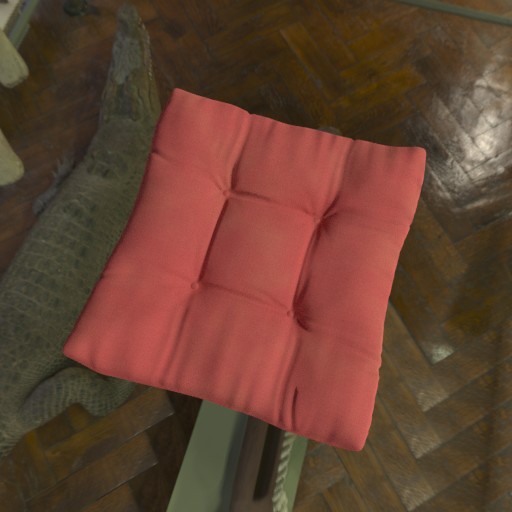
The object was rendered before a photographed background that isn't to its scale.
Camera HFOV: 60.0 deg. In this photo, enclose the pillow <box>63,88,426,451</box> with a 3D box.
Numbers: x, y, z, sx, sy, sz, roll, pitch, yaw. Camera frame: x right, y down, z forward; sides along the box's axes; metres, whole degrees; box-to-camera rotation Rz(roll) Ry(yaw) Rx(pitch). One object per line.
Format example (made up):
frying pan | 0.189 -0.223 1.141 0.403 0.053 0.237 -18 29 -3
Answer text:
pillow | 0.000 0.000 0.726 0.468 0.128 0.490 16 75 4
